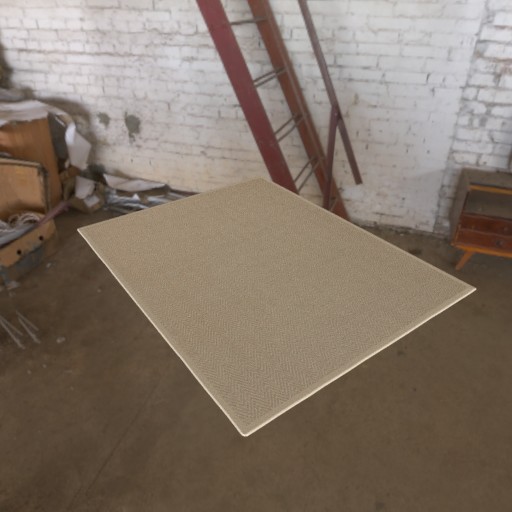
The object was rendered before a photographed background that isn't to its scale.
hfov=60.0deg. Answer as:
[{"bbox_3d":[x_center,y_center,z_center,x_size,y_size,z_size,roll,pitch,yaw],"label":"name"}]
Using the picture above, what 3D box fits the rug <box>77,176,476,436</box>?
[{"bbox_3d":[0.000,0.000,4.191,2.407,0.020,3.051,-22,39,-30],"label":"rug"}]
